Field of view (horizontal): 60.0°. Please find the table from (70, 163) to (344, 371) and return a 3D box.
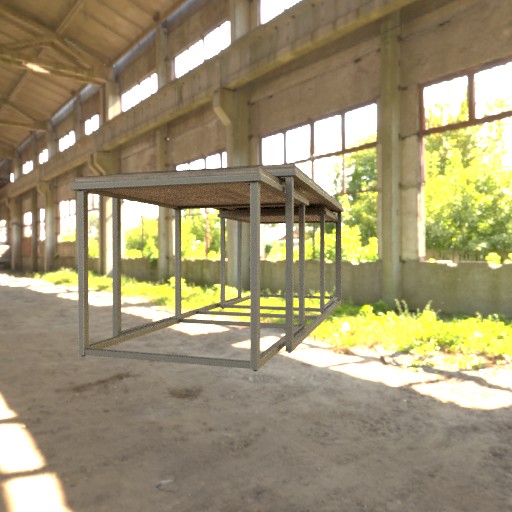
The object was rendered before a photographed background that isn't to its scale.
[{"bbox_3d":[0.000,0.000,1.521,0.489,0.427,1.312,0,1,17],"label":"table"}]
